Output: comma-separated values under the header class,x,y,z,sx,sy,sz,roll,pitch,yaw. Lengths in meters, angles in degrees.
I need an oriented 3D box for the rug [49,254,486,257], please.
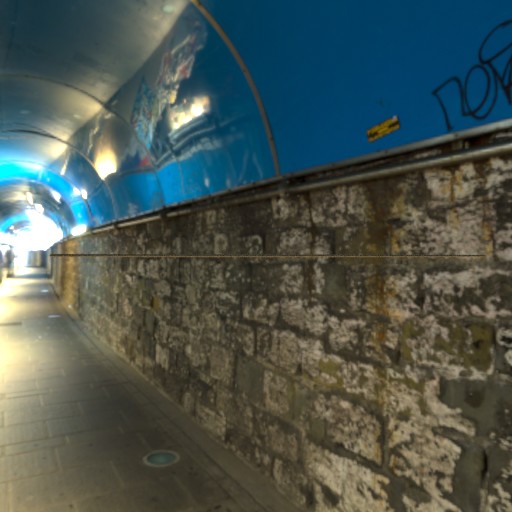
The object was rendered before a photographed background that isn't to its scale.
class,x,y,z,sx,sy,sz,roll,pitch,yaw
rug,0.000,0.000,2.335,1.829,0.010,1.219,0,0,-17
